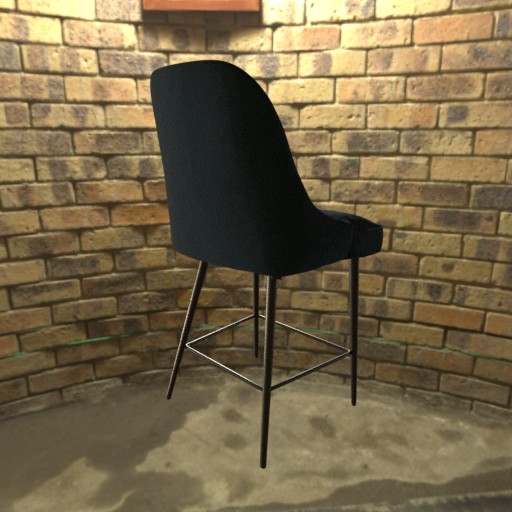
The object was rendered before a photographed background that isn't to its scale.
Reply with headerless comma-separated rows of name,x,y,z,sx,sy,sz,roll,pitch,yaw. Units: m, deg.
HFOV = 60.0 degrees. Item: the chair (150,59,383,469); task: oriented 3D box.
chair,0.000,0.000,1.218,0.489,0.927,0.526,-14,20,-42
